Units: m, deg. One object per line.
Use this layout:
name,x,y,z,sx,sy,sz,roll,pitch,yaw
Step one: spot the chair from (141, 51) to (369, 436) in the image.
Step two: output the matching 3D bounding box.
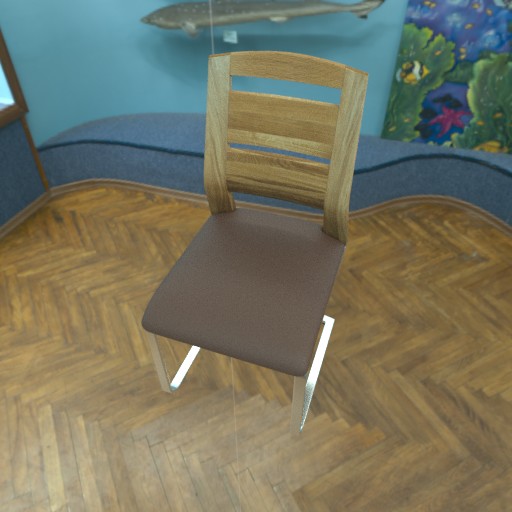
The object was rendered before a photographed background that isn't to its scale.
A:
chair,0.000,0.000,1.268,0.460,0.970,0.570,13,43,15
